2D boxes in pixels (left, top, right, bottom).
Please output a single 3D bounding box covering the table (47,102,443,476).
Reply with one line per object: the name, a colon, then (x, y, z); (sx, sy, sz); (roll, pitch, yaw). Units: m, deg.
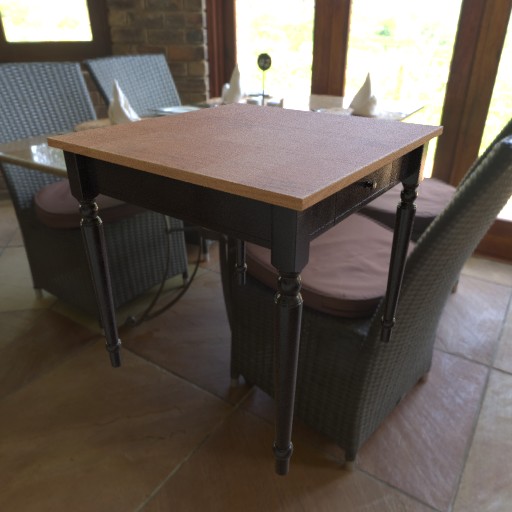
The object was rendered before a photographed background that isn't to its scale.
table: (0.000, 0.000, 1.339); (0.747, 0.738, 0.747); (19, 33, 32)
